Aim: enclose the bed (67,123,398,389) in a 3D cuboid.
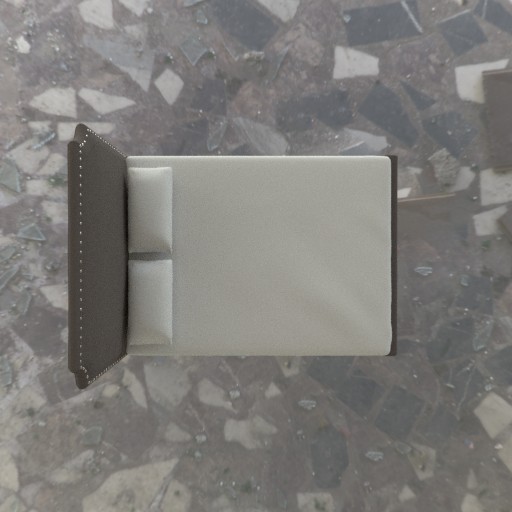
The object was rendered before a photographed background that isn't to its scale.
[{"bbox_3d":[0.000,0.000,3.438,2.372,1.443,1.713,0,90,0],"label":"bed"}]
